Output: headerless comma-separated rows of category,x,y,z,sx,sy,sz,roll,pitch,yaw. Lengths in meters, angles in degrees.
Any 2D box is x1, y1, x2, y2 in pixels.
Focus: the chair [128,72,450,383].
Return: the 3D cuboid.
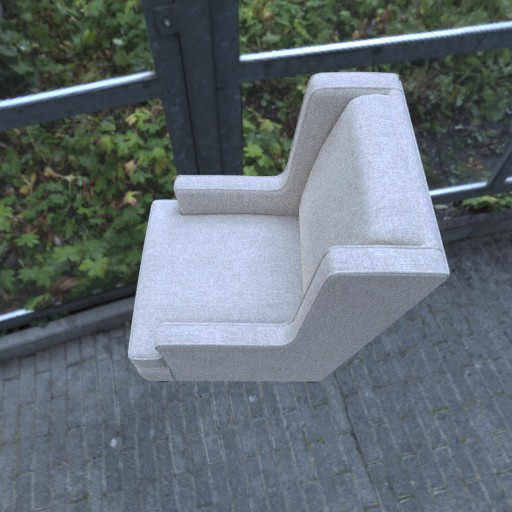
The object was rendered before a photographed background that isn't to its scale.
chair,0.000,0.000,1.706,0.948,1.082,0.764,0,59,0
